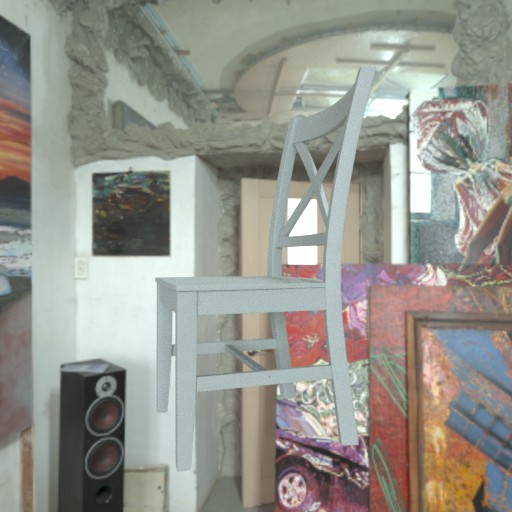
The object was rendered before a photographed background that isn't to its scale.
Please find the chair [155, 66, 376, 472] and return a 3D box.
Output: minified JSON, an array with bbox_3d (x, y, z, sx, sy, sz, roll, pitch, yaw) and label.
[{"bbox_3d":[0.000,0.000,1.295,0.542,0.983,0.485,0,0,-19],"label":"chair"}]
